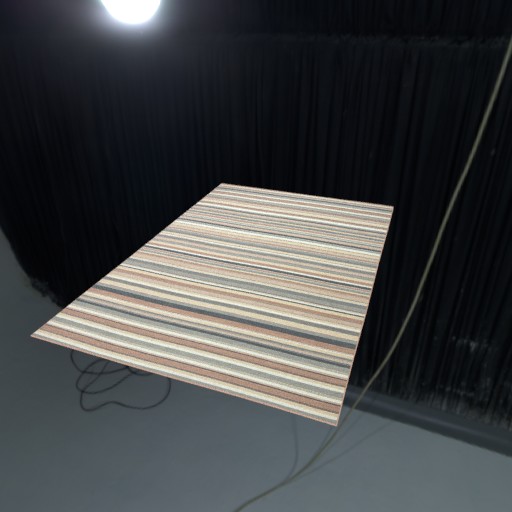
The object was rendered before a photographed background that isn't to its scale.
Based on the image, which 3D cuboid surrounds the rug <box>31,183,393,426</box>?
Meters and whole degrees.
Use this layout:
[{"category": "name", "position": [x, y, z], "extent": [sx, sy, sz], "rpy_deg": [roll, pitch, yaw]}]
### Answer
[{"category": "rug", "position": [0.000, 0.000, 2.305], "extent": [1.219, 0.008, 1.829], "rpy_deg": [10, 31, 18]}]
